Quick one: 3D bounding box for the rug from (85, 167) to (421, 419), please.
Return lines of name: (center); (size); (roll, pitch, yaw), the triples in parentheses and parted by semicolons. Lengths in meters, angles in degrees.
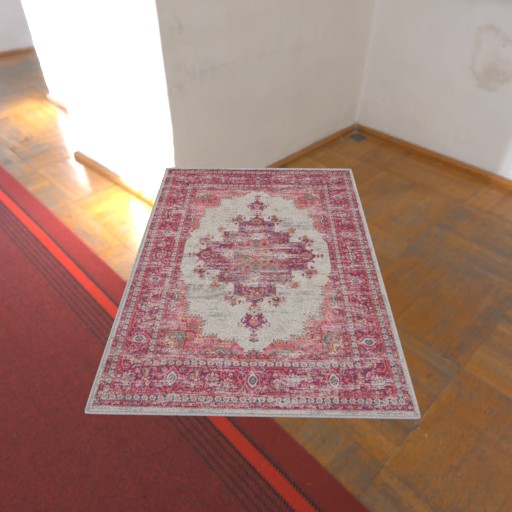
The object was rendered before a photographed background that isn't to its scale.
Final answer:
rug: (0.000, 0.000, 2.874); (1.555, 0.011, 2.232); (1, 41, 1)
